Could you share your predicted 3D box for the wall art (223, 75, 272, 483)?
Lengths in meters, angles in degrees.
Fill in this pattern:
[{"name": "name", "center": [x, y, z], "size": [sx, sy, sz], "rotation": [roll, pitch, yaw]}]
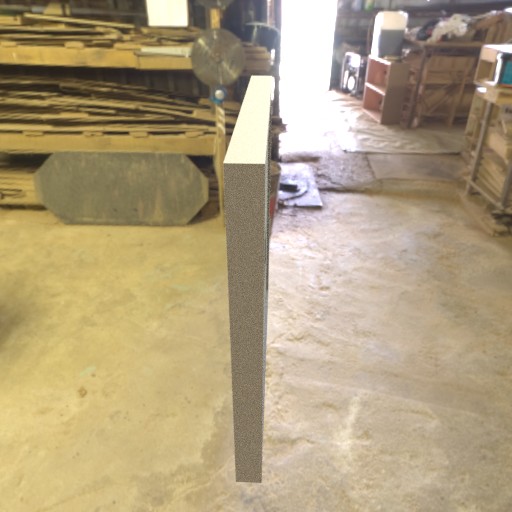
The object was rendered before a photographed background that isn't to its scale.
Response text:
[{"name": "wall art", "center": [0.000, 0.000, 0.770], "size": [0.040, 0.509, 0.509], "rotation": [1, 31, 2]}]
